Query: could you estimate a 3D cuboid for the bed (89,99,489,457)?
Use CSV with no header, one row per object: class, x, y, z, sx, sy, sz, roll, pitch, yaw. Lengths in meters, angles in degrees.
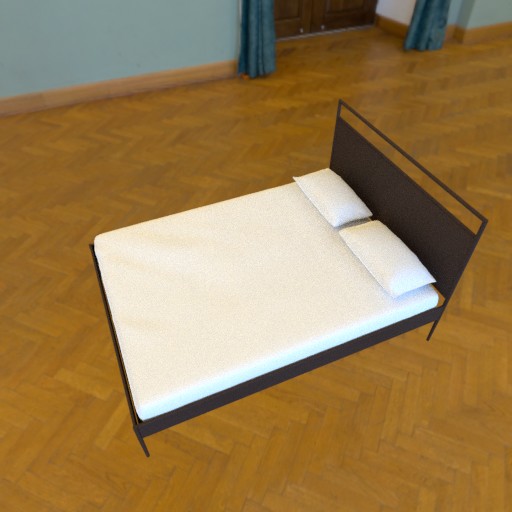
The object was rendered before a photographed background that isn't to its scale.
bed,0.000,0.000,3.064,2.122,1.173,1.572,-17,48,-16
